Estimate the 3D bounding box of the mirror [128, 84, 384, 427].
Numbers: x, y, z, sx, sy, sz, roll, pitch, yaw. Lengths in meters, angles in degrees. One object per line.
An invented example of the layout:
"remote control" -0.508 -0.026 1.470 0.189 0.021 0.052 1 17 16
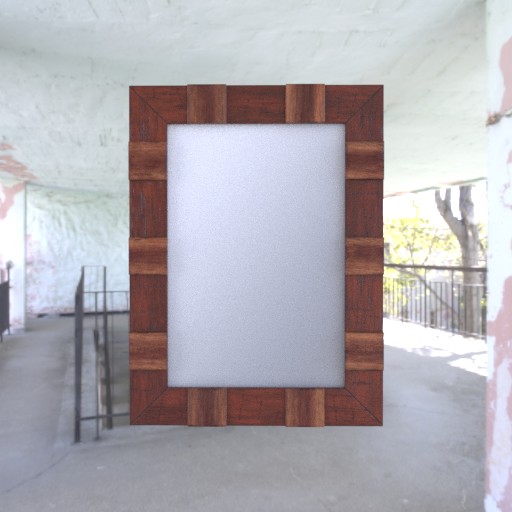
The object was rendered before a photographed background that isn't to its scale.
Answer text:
"mirror" 0.000 0.000 1.052 0.600 0.805 0.021 0 0 1
